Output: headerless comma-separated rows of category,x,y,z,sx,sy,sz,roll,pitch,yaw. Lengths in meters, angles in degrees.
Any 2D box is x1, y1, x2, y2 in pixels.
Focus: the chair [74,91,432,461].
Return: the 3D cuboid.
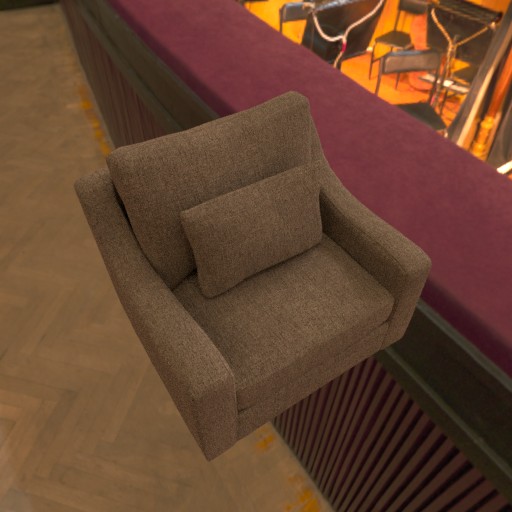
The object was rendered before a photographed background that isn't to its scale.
chair,0.000,0.000,1.938,1.138,1.037,1.009,-25,52,-22
